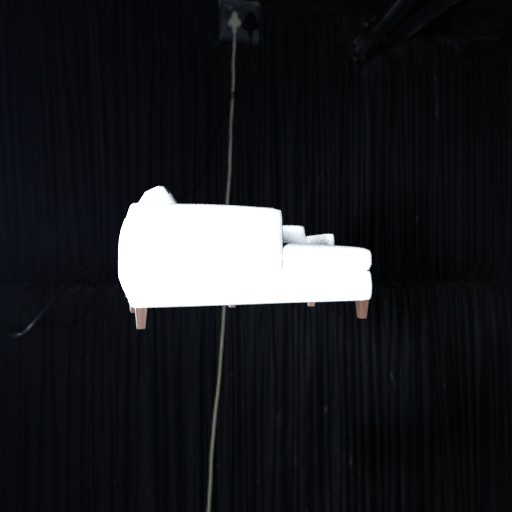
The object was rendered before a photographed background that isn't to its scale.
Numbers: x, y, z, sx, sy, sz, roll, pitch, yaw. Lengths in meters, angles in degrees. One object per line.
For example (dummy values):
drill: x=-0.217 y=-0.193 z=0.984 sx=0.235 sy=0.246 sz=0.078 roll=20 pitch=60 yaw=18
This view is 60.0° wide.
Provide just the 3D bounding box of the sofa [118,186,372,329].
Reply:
sofa: x=0.000 y=0.000 z=4.376 sx=2.551 sy=0.853 sz=3.238 roll=0 pitch=0 yaw=-18
